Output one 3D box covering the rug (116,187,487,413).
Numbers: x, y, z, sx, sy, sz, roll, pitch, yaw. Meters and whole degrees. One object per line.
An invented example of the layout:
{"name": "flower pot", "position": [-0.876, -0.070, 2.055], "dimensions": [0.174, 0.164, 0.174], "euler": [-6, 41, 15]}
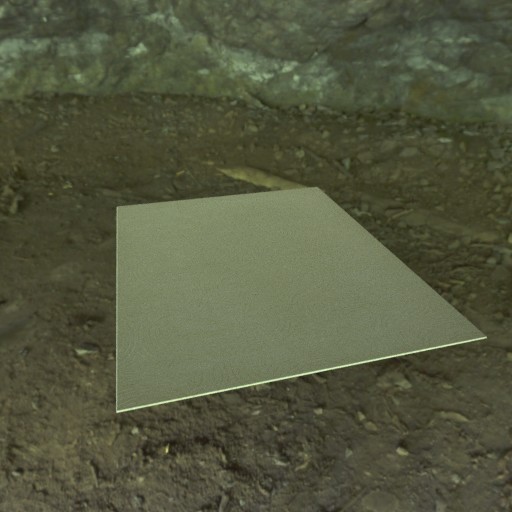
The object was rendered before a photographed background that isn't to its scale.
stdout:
{"name": "rug", "position": [0.000, 0.000, 3.417], "dimensions": [2.073, 0.011, 2.584], "euler": [-8, 30, -13]}
